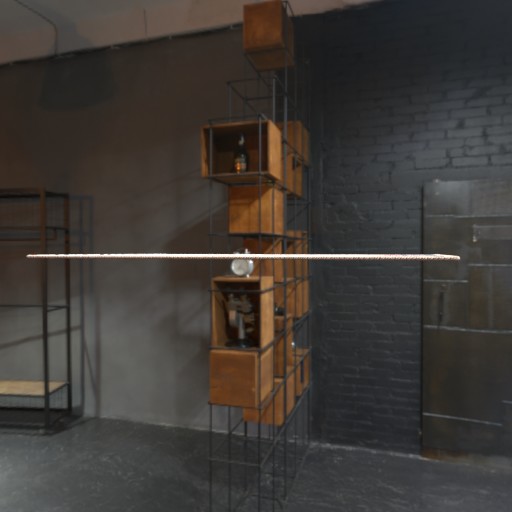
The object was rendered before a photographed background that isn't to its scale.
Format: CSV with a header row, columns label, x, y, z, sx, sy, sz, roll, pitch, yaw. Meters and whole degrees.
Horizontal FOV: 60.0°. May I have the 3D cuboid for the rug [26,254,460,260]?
label,x,y,z,sx,sy,sz,roll,pitch,yaw
rug,0.000,0.000,2.316,1.840,0.015,1.225,0,1,19
